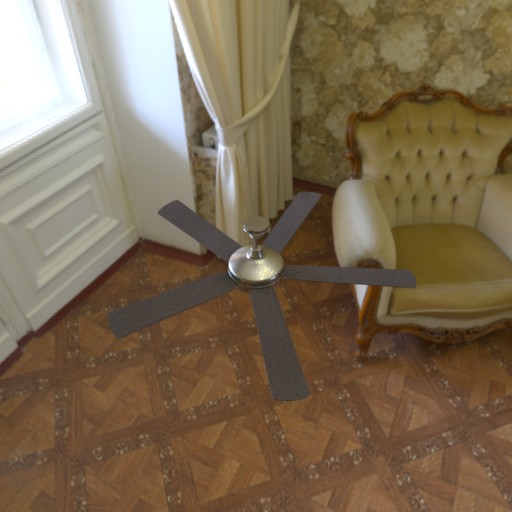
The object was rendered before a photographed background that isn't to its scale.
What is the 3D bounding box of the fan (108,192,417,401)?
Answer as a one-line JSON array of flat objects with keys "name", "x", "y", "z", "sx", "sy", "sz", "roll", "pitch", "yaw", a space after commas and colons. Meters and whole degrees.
[{"name": "fan", "x": 0.000, "y": 0.000, "z": 1.950, "sx": 1.321, "sy": 0.356, "sz": 1.321, "roll": -13, "pitch": 43, "yaw": -15}]
